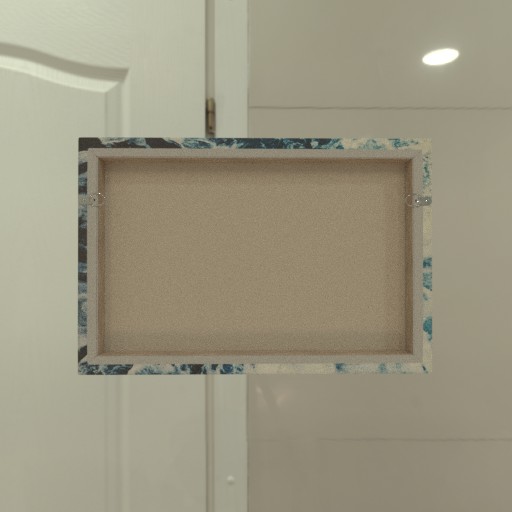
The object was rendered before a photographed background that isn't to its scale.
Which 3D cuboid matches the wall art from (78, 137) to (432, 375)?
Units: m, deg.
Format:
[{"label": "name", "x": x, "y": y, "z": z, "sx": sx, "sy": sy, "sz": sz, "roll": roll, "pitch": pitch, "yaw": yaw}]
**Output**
[{"label": "wall art", "x": 0.000, "y": 0.000, "z": 0.778, "sx": 0.609, "sy": 0.407, "sz": 0.043, "roll": 0, "pitch": 0, "yaw": -1}]
